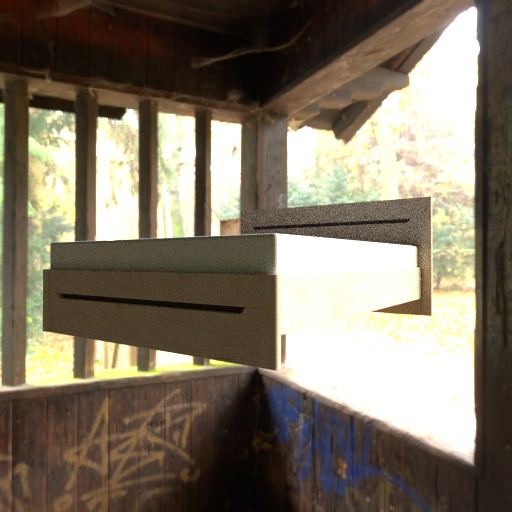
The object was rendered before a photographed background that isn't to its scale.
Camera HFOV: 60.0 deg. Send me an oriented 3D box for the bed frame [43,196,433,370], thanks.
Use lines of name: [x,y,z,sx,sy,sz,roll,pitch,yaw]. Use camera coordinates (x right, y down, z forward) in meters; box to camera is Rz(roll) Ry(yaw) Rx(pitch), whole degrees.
bed frame: [0.000,0.000,3.016,1.800,0.900,2.080,0,-1,35]
